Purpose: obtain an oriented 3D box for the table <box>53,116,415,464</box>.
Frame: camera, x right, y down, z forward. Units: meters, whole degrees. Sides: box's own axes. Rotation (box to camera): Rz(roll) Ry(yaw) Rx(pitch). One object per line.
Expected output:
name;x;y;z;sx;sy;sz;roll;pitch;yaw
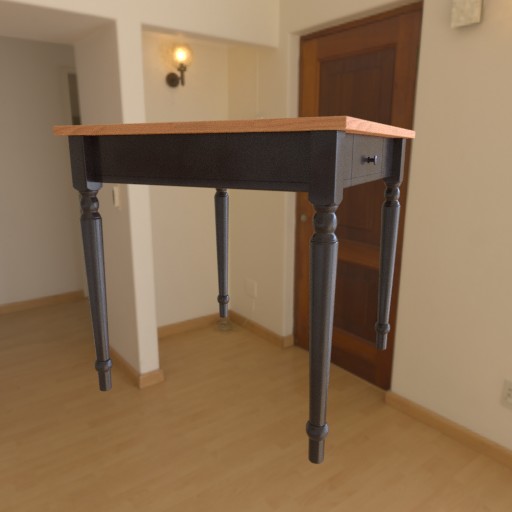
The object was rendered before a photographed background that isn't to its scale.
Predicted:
table;0.000;0.000;1.338;0.747;0.738;0.747;7;15;27
